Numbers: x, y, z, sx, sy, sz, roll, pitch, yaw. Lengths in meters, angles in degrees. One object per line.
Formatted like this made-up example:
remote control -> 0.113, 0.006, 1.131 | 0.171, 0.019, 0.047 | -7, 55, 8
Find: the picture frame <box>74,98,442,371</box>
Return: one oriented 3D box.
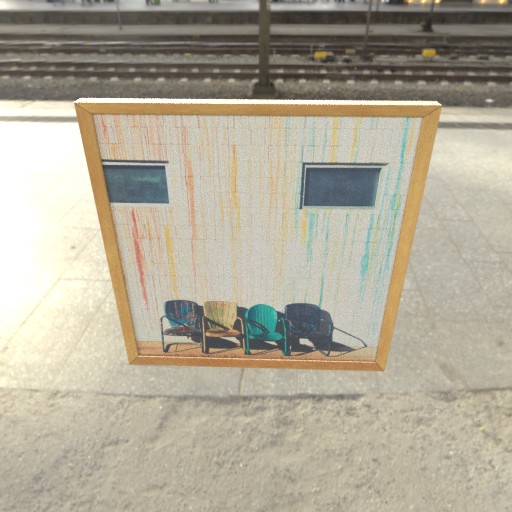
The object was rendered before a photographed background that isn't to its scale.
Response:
picture frame -> 0.000, 0.000, 1.128 | 0.758, 0.761, 0.037 | 1, 32, 2
